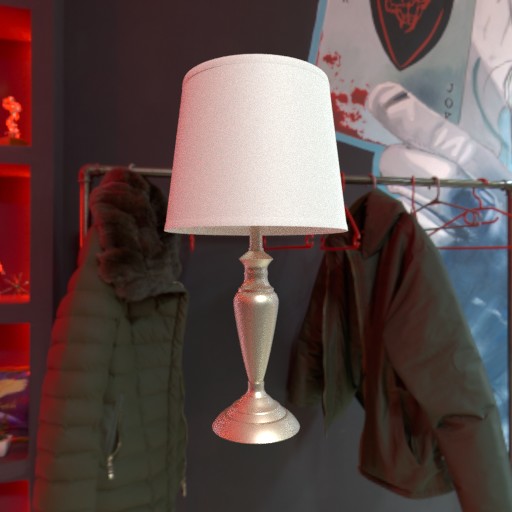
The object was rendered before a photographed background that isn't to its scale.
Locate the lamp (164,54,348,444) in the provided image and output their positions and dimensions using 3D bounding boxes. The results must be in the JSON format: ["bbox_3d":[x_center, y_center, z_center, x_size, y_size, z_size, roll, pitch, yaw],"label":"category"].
[{"bbox_3d":[0.000,0.000,0.809,0.328,0.619,0.328,0,0,0],"label":"lamp"}]
